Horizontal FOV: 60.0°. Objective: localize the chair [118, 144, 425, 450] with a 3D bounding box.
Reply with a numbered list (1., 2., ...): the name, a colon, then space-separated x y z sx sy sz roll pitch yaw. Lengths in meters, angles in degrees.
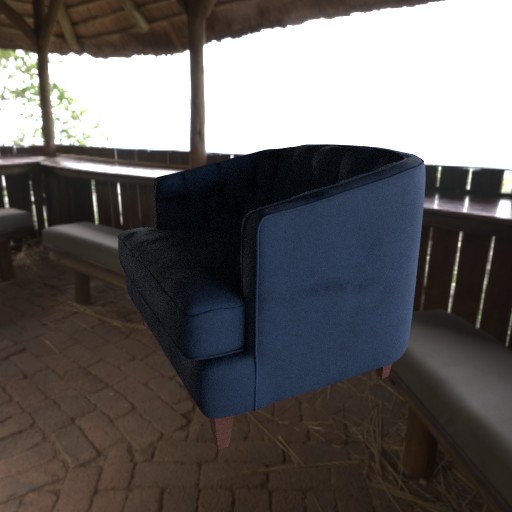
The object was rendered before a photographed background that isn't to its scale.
1. chair: 0.000 0.000 1.778 0.940 0.852 1.094 -8 18 -25
